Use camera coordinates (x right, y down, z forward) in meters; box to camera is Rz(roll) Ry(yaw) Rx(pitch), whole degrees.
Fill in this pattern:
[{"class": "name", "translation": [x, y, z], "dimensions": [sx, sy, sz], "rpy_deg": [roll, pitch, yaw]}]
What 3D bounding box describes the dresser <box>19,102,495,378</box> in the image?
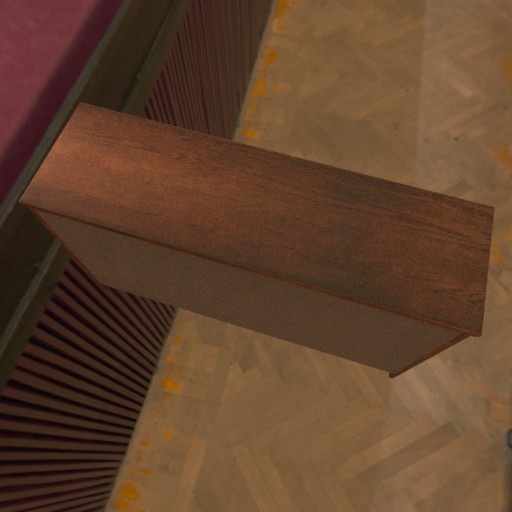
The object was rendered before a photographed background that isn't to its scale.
[{"class": "dresser", "translation": [0.000, 0.000, 1.888], "dimensions": [1.551, 0.856, 0.463], "rpy_deg": [16, 67, 7]}]
